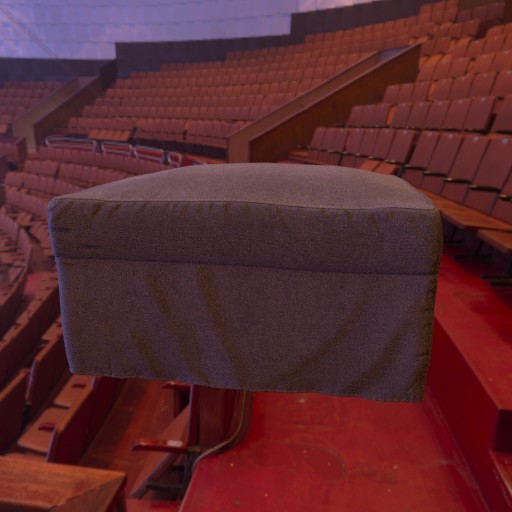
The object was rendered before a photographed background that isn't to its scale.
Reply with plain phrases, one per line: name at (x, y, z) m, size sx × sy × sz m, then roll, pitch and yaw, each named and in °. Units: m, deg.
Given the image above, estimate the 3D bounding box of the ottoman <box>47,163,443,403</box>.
ottoman at (0.000, 0.000, 1.239) m, size 0.833 × 0.492 × 0.652 m, roll 2°, pitch 16°, yaw 8°
